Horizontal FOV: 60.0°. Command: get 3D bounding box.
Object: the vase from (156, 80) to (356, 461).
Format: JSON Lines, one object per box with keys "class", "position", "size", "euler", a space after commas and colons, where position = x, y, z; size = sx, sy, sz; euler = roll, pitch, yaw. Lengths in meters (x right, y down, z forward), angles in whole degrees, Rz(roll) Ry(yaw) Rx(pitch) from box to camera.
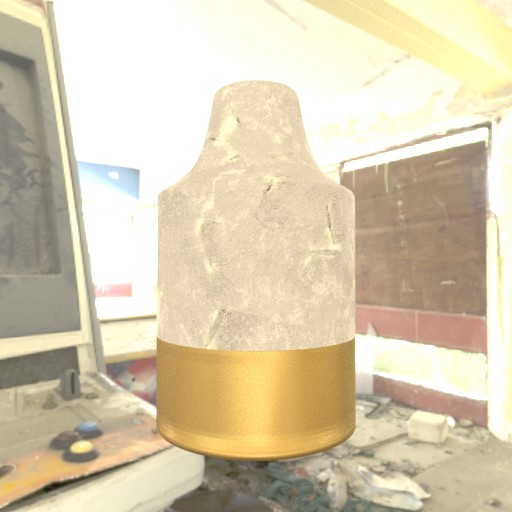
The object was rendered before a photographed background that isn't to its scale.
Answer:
{"class": "vase", "position": [0.000, 0.000, 0.421], "size": [0.184, 0.305, 0.184], "euler": [0, -1, 0]}
